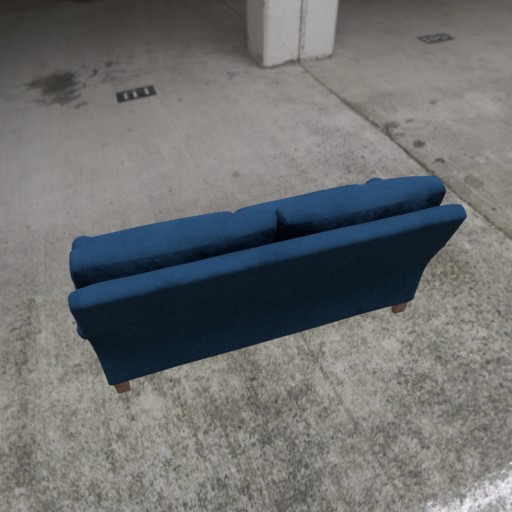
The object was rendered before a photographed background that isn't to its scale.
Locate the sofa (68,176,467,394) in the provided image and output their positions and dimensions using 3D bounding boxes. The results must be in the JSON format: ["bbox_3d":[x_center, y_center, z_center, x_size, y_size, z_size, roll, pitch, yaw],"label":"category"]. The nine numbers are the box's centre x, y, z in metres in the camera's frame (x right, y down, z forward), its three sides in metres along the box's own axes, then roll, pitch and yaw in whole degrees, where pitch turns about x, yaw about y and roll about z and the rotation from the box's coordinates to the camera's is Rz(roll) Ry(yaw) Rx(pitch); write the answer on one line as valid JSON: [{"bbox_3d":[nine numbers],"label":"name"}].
[{"bbox_3d":[0.000,0.000,2.798,2.141,1.101,1.084,-13,43,-14],"label":"sofa"}]
